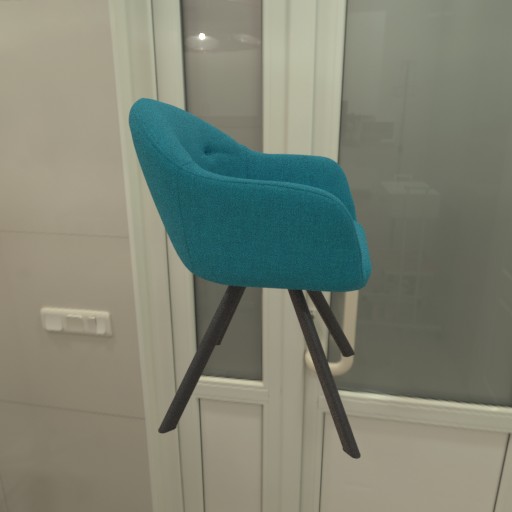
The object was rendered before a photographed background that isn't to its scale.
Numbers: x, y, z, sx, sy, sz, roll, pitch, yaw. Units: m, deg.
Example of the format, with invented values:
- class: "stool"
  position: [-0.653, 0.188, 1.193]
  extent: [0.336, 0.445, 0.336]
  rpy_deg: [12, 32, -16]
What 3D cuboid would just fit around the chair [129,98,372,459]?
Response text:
- class: "chair"
  position: [0.000, 0.000, 1.149]
  extent: [0.565, 0.775, 0.545]
  rpy_deg: [3, 18, 10]
